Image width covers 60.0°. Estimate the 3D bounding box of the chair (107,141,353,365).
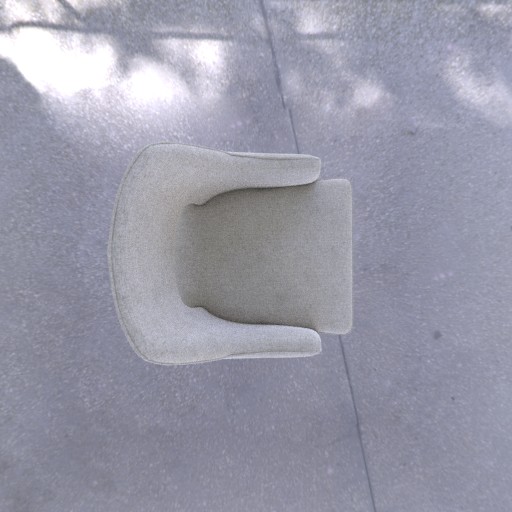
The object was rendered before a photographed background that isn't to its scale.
[{"bbox_3d":[0.000,0.000,1.282,0.605,0.849,0.548,0,89,-1],"label":"chair"}]
